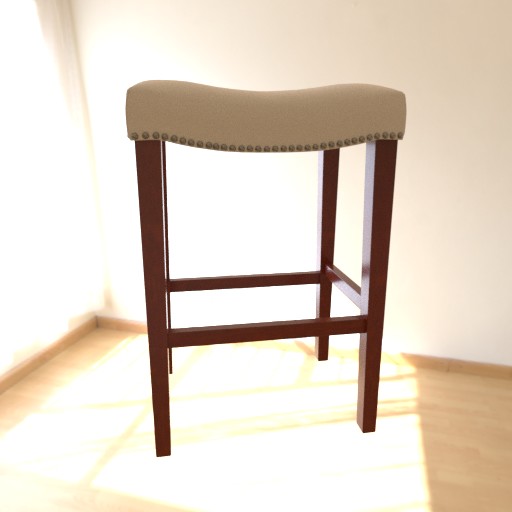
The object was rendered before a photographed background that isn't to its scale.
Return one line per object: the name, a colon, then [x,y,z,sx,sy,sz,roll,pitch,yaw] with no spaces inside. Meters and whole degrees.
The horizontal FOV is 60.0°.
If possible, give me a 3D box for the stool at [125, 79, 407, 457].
stool: [0.000,0.000,1.022,0.504,0.742,0.372,-3,16,-9]
